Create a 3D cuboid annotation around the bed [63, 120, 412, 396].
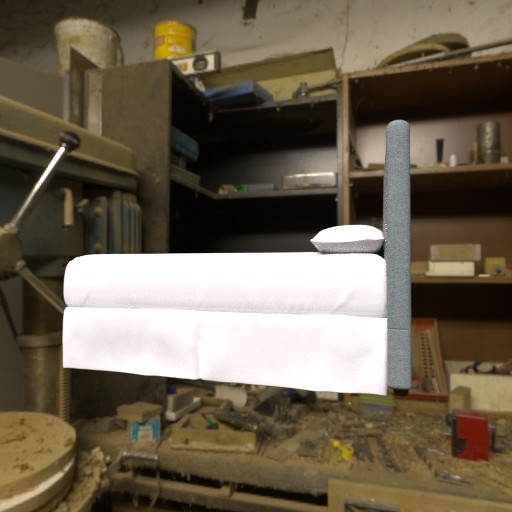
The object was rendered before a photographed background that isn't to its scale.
[{"bbox_3d":[0.000,0.000,3.281,2.143,1.460,1.753,0,-1,18],"label":"bed"}]
